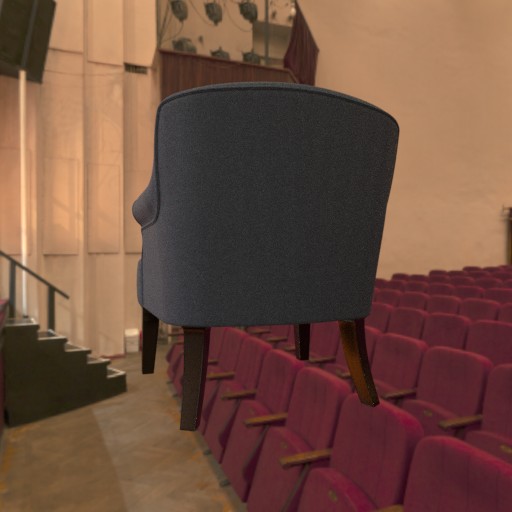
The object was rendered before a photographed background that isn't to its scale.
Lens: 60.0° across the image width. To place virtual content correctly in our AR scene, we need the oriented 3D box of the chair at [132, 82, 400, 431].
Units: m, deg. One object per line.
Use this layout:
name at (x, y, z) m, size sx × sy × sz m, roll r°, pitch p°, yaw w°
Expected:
chair at (0.000, 0.000, 1.466) m, size 0.770 × 0.878 × 0.754 m, roll 0°, pitch 0°, yaw -19°
